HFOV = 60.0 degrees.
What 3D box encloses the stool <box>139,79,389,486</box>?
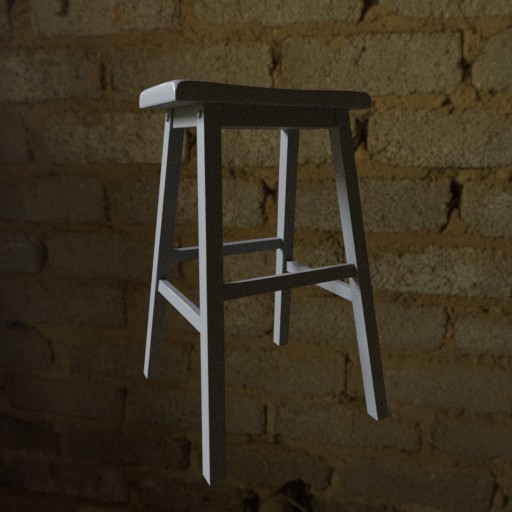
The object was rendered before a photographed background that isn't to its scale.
[{"bbox_3d":[0.000,0.000,1.053,0.457,0.737,0.476,-8,17,-27],"label":"stool"}]
